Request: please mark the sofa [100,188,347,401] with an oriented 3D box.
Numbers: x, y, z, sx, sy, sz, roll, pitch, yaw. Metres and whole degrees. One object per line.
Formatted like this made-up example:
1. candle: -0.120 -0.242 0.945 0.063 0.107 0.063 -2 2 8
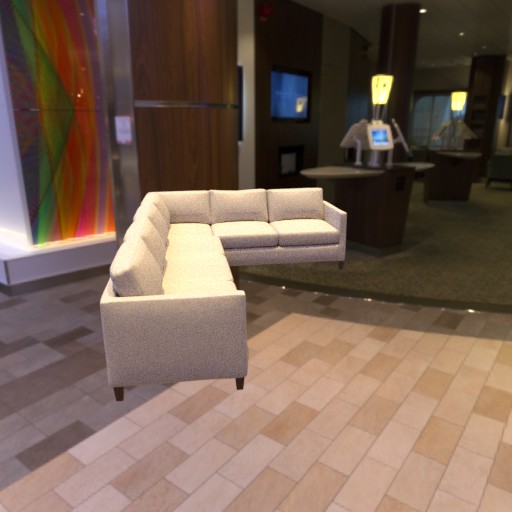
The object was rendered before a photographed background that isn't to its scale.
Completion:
1. sofa: 0.000 0.000 4.497 2.522 0.934 3.333 -3 17 -9
